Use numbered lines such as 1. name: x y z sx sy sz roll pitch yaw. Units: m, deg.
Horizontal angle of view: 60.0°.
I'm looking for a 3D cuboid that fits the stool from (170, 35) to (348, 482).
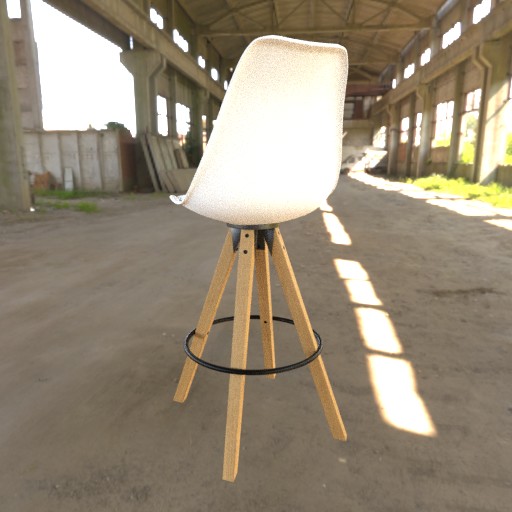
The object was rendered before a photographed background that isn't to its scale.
1. stool: 0.000 0.000 1.356 0.482 1.115 0.549 -7 14 -27
